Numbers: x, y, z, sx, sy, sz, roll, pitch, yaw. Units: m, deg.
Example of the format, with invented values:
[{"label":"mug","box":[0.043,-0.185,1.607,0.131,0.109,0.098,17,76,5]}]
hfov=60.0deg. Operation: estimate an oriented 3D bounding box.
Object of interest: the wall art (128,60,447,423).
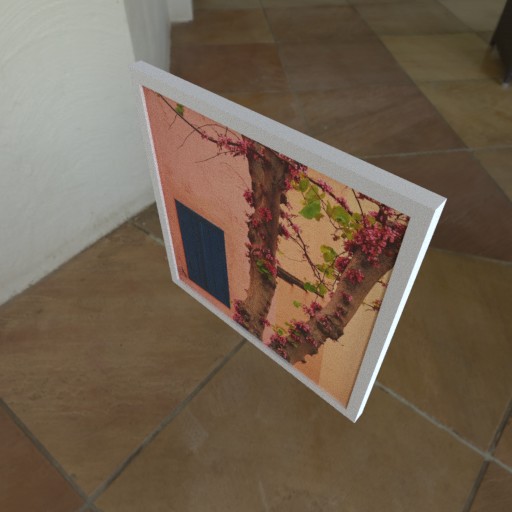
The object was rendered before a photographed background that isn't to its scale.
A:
[{"label":"wall art","box":[0.000,0.000,1.128,0.762,0.762,0.038,33,55,28]}]
